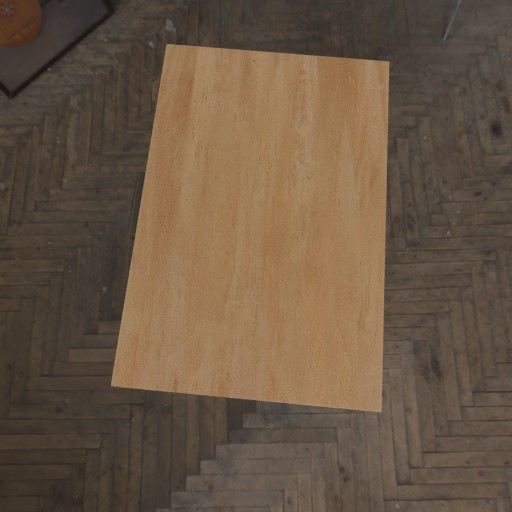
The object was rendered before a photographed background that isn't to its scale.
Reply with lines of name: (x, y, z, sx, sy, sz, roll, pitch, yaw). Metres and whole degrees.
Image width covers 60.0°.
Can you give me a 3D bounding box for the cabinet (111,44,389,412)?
cabinet: (0.000, 0.000, 0.961, 0.394, 0.599, 0.551, 5, 76, 1)
